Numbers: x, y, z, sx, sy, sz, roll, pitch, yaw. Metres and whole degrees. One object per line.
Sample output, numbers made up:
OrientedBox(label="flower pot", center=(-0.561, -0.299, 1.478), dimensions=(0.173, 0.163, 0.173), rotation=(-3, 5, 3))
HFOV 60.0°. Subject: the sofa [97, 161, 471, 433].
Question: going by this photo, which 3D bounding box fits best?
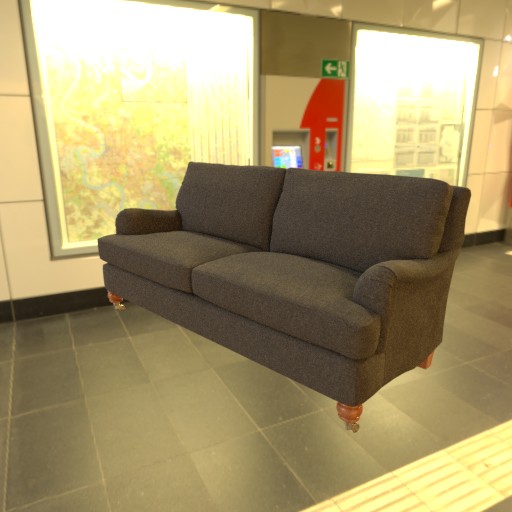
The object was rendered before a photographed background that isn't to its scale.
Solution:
OrientedBox(label="sofa", center=(0.000, 0.000, 2.750), dimensions=(2.160, 1.054, 1.087), rotation=(15, 21, 42))
